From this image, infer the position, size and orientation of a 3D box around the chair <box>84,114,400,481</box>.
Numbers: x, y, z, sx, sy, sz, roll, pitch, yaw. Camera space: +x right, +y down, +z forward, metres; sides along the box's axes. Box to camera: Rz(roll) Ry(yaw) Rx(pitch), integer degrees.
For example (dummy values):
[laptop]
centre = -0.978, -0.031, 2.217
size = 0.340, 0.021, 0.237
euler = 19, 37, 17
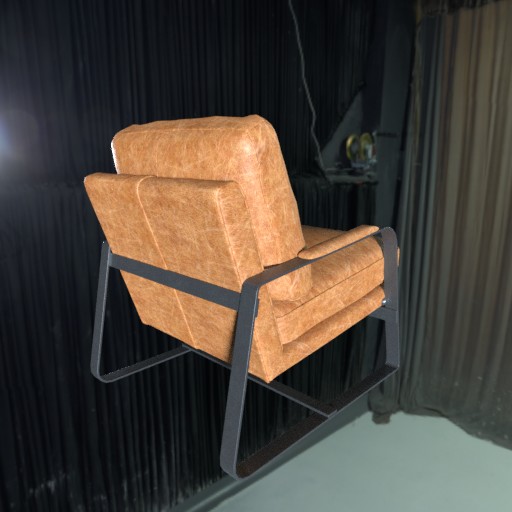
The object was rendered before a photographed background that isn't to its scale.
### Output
[chair]
centre = 0.000, 0.000, 1.351
size = 0.651, 0.777, 0.801
euler = 13, 18, 43
